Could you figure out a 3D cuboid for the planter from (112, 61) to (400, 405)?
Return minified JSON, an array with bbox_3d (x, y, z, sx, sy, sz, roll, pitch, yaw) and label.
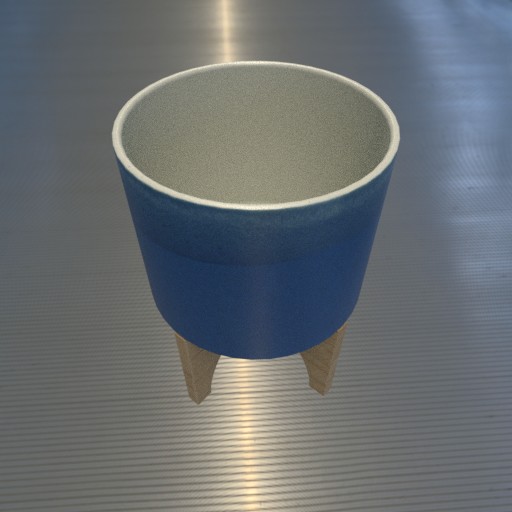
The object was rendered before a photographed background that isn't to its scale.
[{"bbox_3d":[0.000,0.000,0.542,0.261,0.367,0.261,0,46,0],"label":"planter"}]
